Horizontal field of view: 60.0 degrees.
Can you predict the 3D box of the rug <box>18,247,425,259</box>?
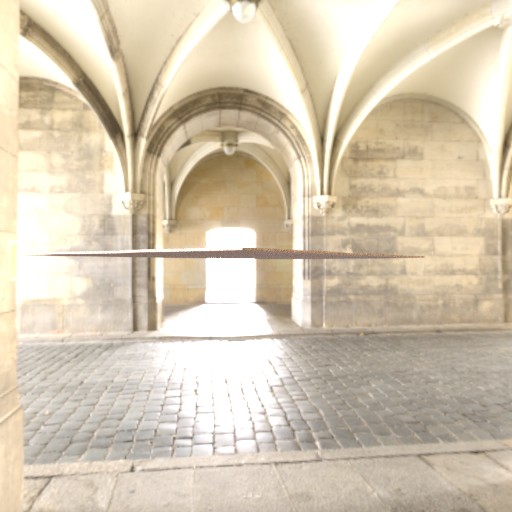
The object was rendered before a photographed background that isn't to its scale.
[{"bbox_3d":[0.000,0.000,2.315,1.225,0.013,1.840,-1,-1,36],"label":"rug"}]
